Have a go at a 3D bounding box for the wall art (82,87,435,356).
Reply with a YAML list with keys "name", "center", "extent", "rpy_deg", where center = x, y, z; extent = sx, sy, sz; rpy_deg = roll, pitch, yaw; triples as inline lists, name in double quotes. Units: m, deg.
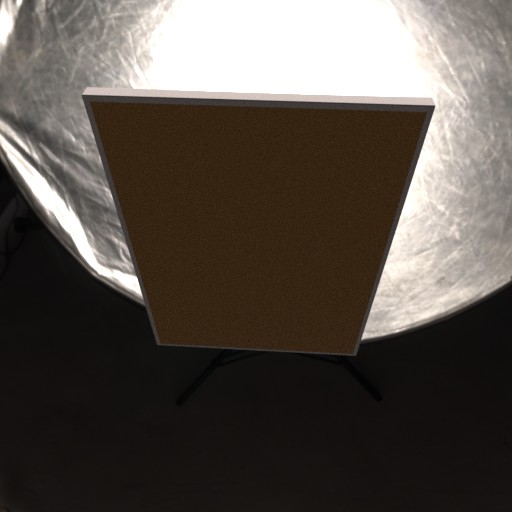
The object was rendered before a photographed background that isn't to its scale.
- name: "wall art"
  center: [0.000, 0.000, 1.601]
  extent: [0.914, 1.221, 0.046]
  rpy_deg: [3, 47, 2]
